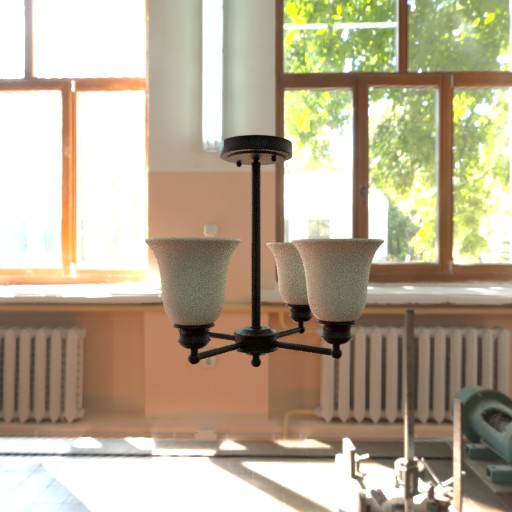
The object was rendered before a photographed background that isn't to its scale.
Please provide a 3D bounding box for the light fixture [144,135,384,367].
[{"bbox_3d":[0.000,0.000,1.841,1.069,0.925,1.069,0,0,36],"label":"light fixture"}]
